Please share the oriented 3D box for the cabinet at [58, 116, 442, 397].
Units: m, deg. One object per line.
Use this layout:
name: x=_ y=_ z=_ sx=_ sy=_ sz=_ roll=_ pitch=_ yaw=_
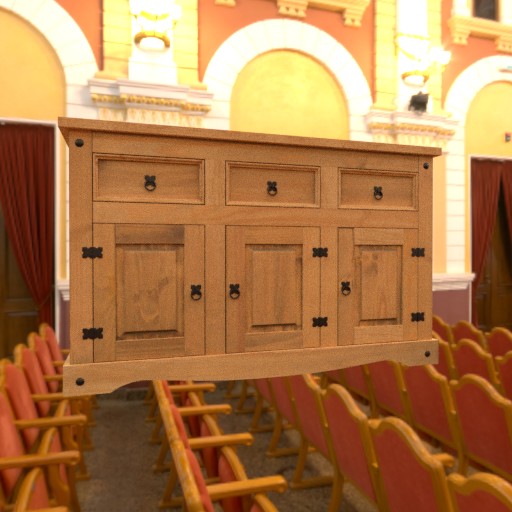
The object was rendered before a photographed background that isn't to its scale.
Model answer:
cabinet: x=0.000 y=0.000 z=1.675 sx=1.321 sy=0.810 sz=0.432 roll=0 pitch=1 yaw=-17
